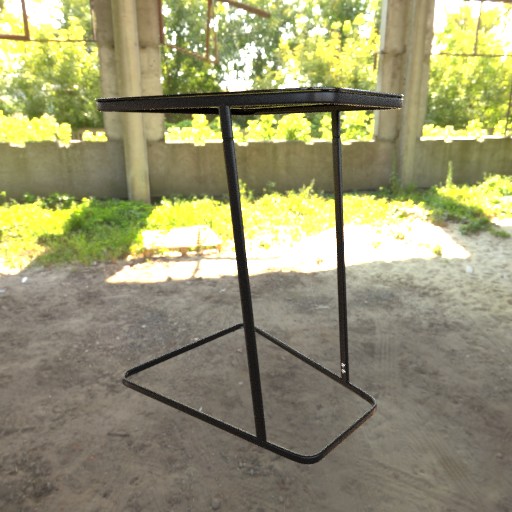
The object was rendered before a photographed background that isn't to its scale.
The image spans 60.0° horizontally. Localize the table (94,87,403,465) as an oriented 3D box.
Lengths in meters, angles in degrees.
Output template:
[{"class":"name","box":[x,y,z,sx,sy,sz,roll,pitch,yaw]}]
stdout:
[{"class":"table","box":[0.000,0.000,0.931,0.500,0.624,0.427,15,22,42]}]
